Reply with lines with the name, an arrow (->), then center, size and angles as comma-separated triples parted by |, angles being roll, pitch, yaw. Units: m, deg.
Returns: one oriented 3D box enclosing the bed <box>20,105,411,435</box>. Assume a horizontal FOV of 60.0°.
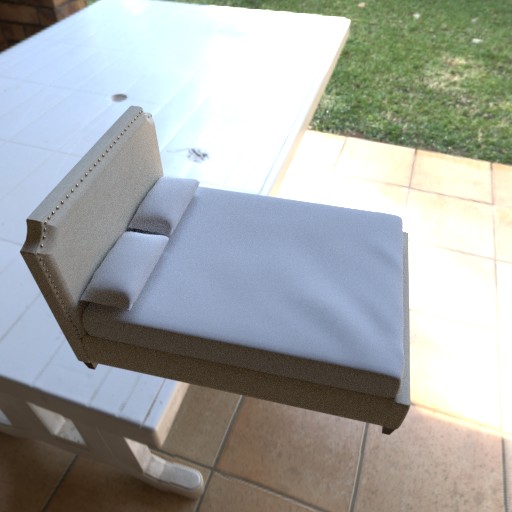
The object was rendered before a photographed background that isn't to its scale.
bed -> 0.000, 0.000, 3.346 | 2.381, 1.457, 1.713 | 9, 46, 9
